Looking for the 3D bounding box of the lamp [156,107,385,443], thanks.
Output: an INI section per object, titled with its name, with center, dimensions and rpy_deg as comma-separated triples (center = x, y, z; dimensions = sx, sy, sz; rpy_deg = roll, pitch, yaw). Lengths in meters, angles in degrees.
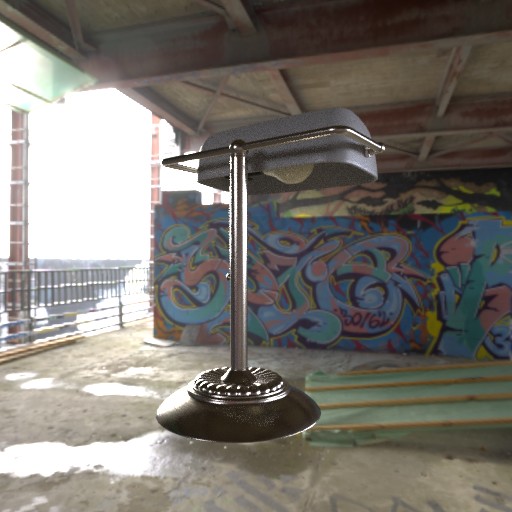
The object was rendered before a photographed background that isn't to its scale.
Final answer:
[lamp]
center = 0.000, 0.000, 0.515
dimensions = 0.264, 0.339, 0.243
rpy_deg = 0, 0, 36
